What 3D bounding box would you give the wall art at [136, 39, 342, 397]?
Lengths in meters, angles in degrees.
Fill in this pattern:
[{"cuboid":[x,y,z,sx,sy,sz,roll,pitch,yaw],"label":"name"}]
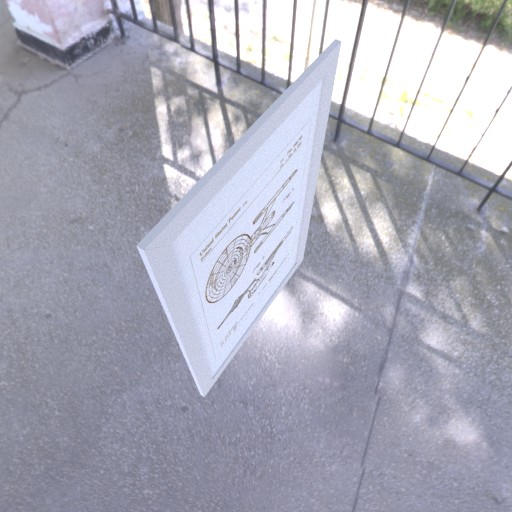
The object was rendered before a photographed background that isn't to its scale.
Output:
[{"cuboid":[0.000,0.000,0.863,0.011,0.659,0.454,30,63,17],"label":"wall art"}]
